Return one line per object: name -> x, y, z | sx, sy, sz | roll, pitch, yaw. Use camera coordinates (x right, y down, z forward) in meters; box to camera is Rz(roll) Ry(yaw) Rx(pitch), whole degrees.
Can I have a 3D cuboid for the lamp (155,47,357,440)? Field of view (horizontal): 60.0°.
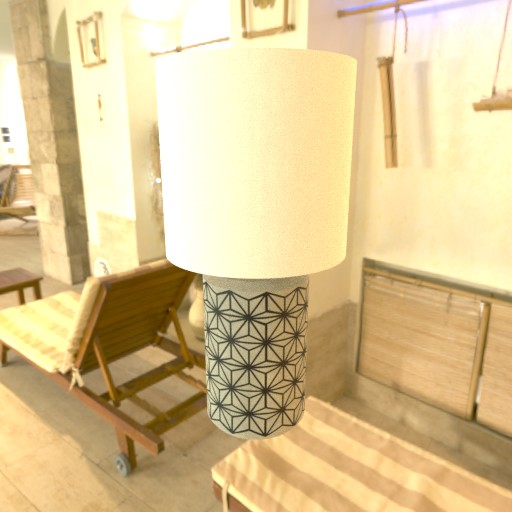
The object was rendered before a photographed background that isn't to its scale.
lamp -> 0.000, 0.000, 0.520 | 0.206, 0.416, 0.206 | 15, 22, 42
